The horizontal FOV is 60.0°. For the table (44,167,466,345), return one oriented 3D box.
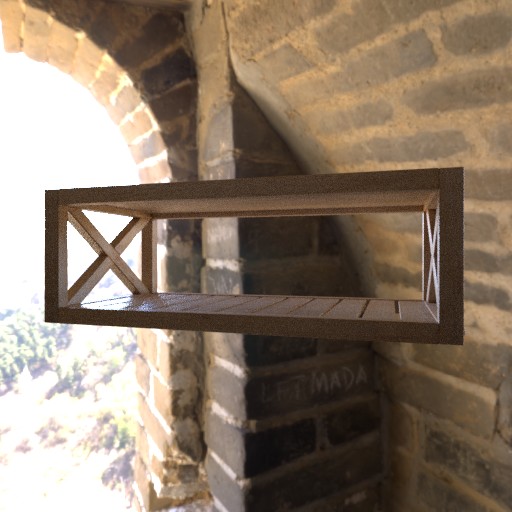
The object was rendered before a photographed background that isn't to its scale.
[{"bbox_3d":[0.000,0.000,1.632,1.321,0.457,0.660,0,0,17],"label":"table"}]
